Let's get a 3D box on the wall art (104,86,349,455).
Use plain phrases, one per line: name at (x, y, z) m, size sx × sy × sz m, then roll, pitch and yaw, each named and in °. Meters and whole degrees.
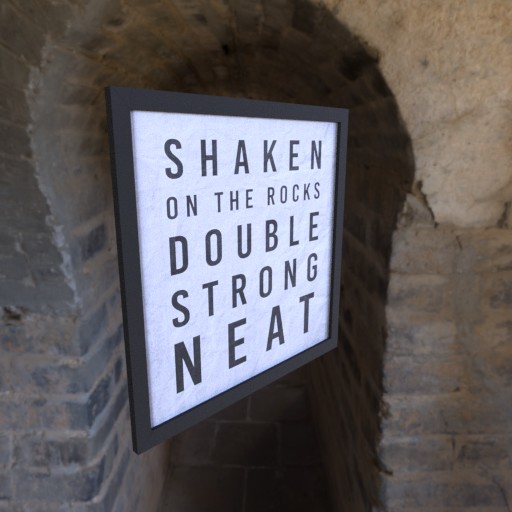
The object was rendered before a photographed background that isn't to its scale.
wall art at (0.000, 0.000, 0.690) m, size 0.013 × 0.458 × 0.456 m, roll 14°, pitch 19°, yaw 43°
